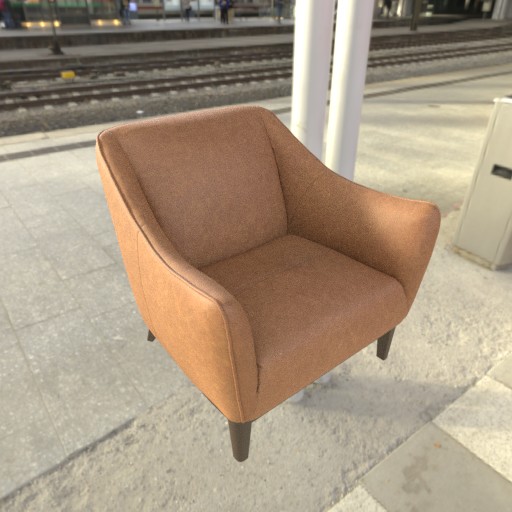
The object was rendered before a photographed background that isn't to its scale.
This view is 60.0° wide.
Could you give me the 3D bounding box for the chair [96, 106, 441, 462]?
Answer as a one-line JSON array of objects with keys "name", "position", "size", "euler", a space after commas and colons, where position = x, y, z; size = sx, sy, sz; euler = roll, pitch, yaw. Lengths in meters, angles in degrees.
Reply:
[{"name": "chair", "position": [0.000, 0.000, 1.529], "size": [0.871, 0.830, 0.852], "euler": [-22, 36, -33]}]
